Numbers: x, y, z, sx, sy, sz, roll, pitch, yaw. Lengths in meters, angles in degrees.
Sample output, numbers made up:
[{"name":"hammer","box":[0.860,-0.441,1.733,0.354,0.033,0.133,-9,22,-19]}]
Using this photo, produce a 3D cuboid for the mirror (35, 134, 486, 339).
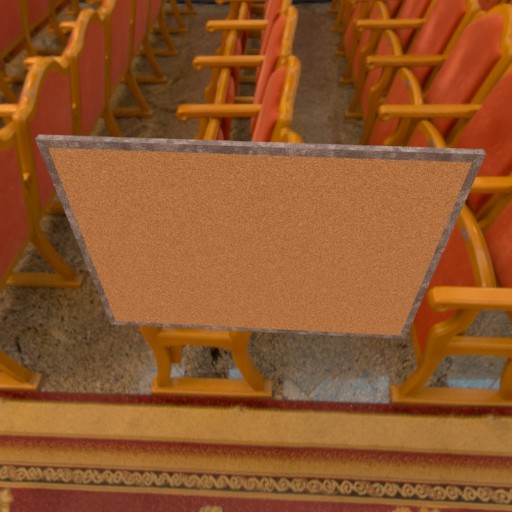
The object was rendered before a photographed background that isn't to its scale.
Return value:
[{"name":"mirror","box":[0.000,0.000,1.376,1.101,0.795,0.022,3,46,2]}]
